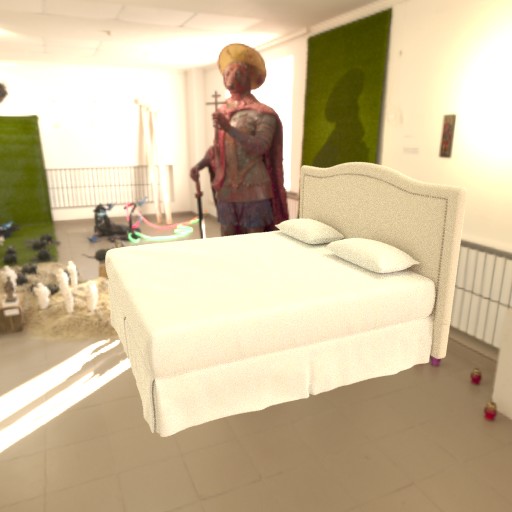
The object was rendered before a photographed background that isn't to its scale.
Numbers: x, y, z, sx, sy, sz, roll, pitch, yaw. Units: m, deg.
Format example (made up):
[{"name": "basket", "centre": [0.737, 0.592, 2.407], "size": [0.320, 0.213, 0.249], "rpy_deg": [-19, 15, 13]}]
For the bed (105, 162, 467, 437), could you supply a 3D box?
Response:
[{"name": "bed", "centre": [0.000, 0.000, 3.585], "size": [2.182, 1.421, 2.083], "rpy_deg": [-7, 17, -24]}]
